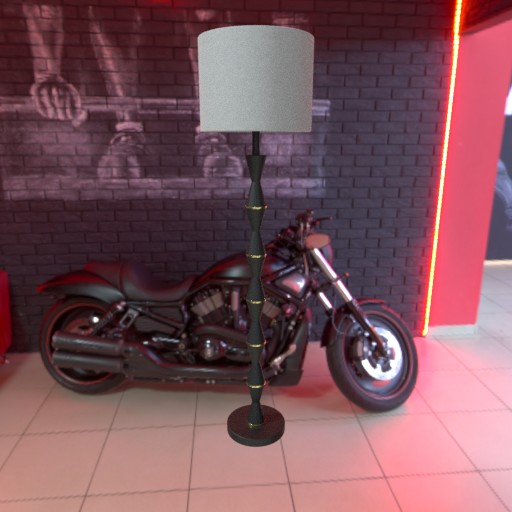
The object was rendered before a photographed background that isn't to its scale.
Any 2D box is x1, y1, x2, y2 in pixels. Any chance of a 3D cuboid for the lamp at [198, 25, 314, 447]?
[{"bbox_3d":[0.000,0.000,1.652,0.381,1.480,0.381,8,17,27],"label":"lamp"}]
